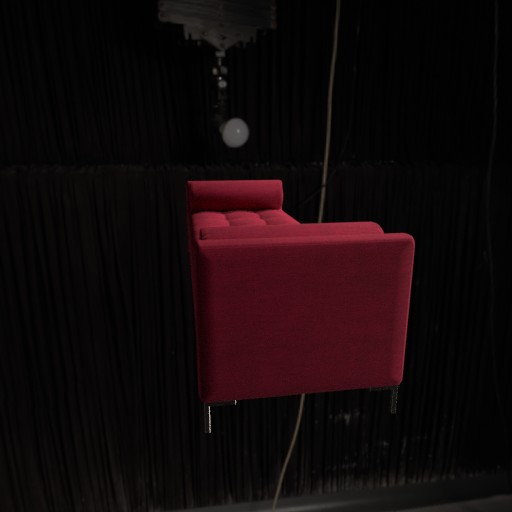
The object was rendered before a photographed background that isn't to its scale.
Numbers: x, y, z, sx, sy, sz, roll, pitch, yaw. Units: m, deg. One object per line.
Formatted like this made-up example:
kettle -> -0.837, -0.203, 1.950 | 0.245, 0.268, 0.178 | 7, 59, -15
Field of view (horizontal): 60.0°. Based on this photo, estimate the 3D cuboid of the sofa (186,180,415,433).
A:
sofa -> 0.000, 0.000, 2.331 | 0.686, 0.635, 1.981 | -2, 15, -9
